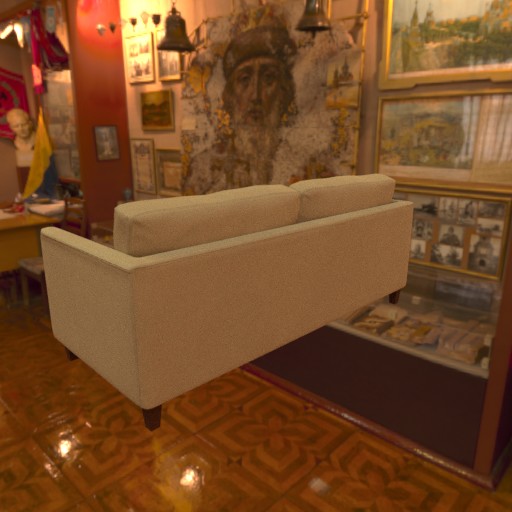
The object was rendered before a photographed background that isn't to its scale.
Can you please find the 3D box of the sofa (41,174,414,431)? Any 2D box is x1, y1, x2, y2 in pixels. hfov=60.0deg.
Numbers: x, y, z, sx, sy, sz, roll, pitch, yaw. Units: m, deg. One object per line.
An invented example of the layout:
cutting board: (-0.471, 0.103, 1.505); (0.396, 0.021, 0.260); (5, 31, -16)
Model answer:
sofa: (0.000, 0.000, 2.697); (2.181, 0.932, 0.948); (-15, 21, -42)
